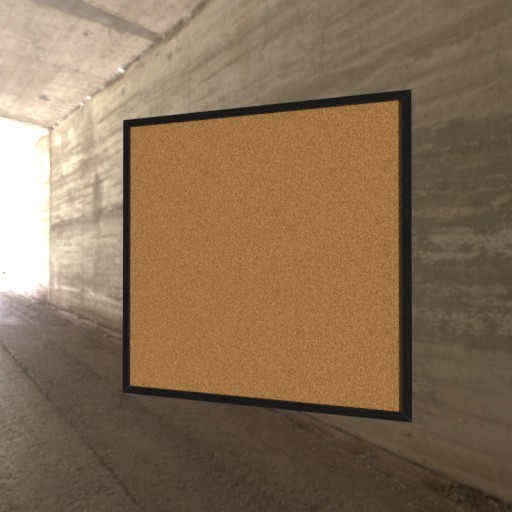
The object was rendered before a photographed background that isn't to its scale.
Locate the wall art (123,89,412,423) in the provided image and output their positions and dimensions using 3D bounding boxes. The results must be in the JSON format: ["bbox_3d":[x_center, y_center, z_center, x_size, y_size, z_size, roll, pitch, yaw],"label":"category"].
[{"bbox_3d":[0.000,0.000,0.764,0.506,0.506,0.036,0,0,17],"label":"wall art"}]
